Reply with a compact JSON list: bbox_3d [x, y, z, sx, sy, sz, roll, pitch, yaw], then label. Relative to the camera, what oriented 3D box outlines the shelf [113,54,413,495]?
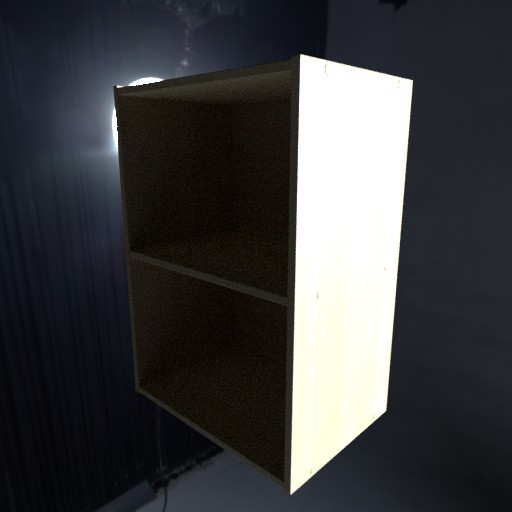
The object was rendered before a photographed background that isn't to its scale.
[{"bbox_3d":[0.000,0.000,0.809,0.414,0.592,0.290,13,19,42],"label":"shelf"}]
